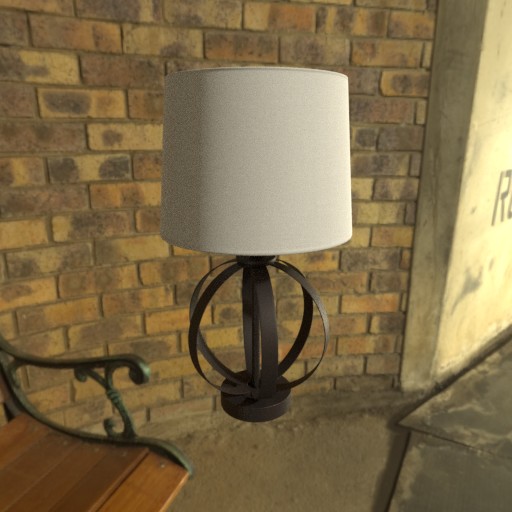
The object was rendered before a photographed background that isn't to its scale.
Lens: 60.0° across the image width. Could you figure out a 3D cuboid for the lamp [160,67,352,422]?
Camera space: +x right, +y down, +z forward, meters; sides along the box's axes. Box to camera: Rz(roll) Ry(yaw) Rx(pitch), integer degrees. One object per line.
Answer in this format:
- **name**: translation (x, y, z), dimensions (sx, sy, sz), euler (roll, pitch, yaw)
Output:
- **lamp**: translation (0.000, 0.000, 0.686), dimensions (0.286, 0.510, 0.286), euler (0, 15, 0)
